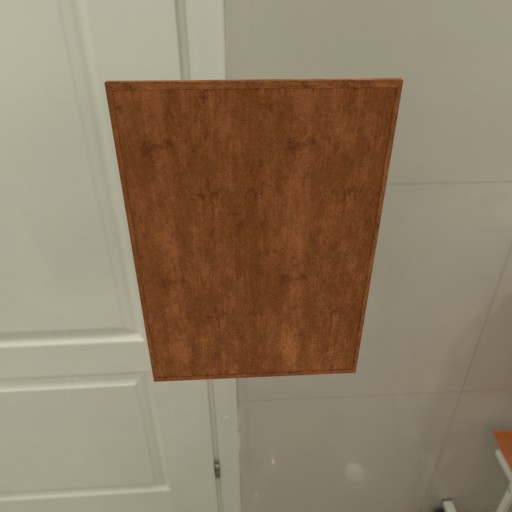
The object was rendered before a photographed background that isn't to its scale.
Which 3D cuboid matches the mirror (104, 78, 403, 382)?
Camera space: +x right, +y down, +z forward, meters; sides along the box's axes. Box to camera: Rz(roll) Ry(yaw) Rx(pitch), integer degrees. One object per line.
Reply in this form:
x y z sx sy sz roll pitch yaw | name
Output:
0.000 0.000 1.469 0.796 1.099 0.028 -2 31 -3 | mirror
